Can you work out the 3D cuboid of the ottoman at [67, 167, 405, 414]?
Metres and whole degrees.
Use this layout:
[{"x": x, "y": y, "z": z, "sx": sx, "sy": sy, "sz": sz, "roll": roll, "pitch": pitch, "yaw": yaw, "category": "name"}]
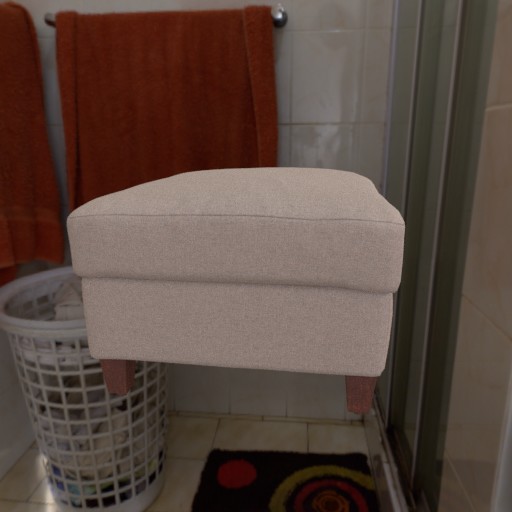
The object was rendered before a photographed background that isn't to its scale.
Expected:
[{"x": 0.000, "y": 0.000, "z": 1.324, "sx": 0.692, "sy": 0.511, "sz": 0.902, "roll": 2, "pitch": 15, "yaw": 7, "category": "ottoman"}]
